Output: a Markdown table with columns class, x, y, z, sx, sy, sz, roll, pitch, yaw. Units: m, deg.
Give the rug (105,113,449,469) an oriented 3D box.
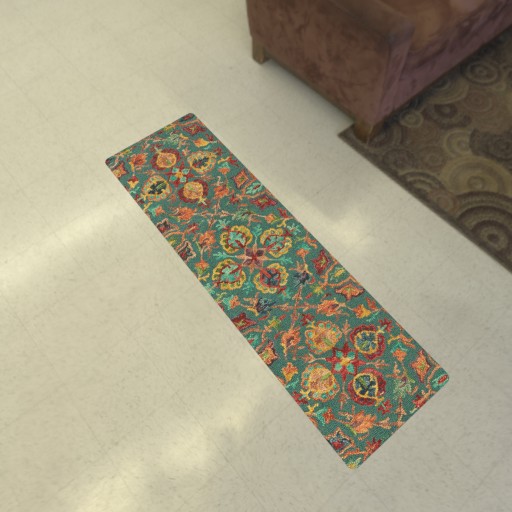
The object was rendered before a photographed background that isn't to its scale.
| class | x | y | z | sx | sy | sz | roll | pitch | yaw |
| --- | --- | --- | --- | --- | --- | --- | --- | --- | --- |
| rug | 0.000 | 0.000 | 2.525 | 0.686 | 0.013 | 2.286 | -35 | 68 | -16 |
